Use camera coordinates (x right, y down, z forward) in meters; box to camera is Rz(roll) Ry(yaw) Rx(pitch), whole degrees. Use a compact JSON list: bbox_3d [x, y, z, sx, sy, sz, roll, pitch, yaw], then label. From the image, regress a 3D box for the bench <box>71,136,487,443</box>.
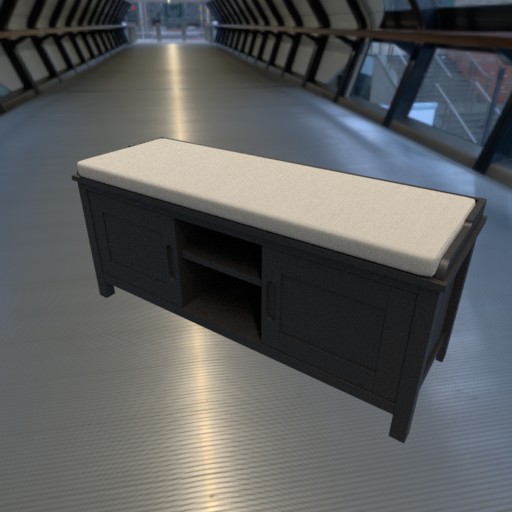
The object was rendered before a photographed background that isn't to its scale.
[{"bbox_3d":[0.000,0.000,1.352,1.140,0.501,0.398,18,34,30],"label":"bench"}]
